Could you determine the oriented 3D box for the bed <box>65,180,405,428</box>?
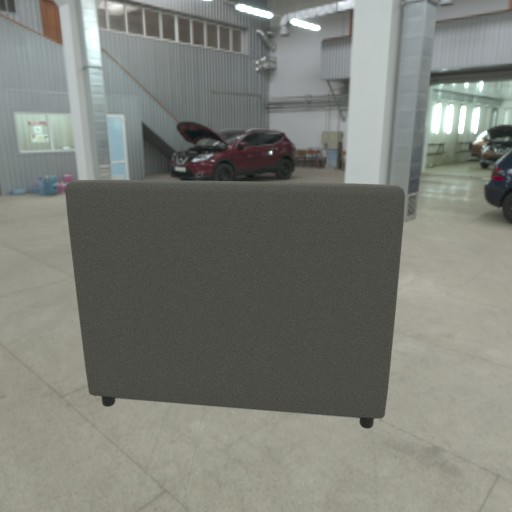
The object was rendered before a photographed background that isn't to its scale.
[{"bbox_3d":[0.000,0.000,3.310,1.748,1.330,2.142,2,16,7],"label":"bed"}]
